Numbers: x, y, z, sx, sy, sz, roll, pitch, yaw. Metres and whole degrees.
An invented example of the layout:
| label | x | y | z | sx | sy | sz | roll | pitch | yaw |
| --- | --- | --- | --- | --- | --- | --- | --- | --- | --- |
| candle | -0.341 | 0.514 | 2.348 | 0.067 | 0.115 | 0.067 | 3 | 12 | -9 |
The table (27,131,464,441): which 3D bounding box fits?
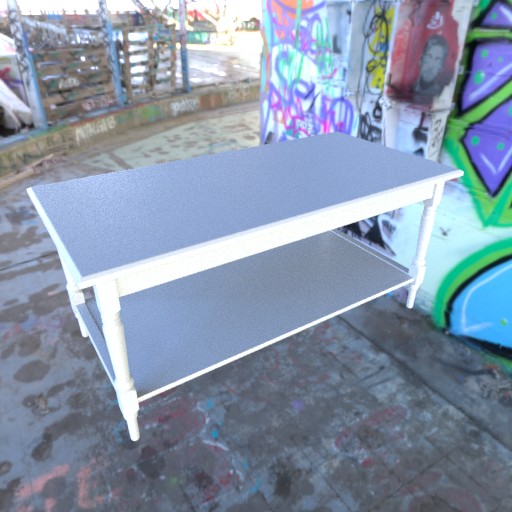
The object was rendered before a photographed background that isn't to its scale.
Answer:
| label | x | y | z | sx | sy | sz | roll | pitch | yaw |
| --- | --- | --- | --- | --- | --- | --- | --- | --- | --- |
| table | 0.000 | 0.000 | 1.372 | 1.109 | 0.506 | 0.551 | -18 | 34 | -28 |
